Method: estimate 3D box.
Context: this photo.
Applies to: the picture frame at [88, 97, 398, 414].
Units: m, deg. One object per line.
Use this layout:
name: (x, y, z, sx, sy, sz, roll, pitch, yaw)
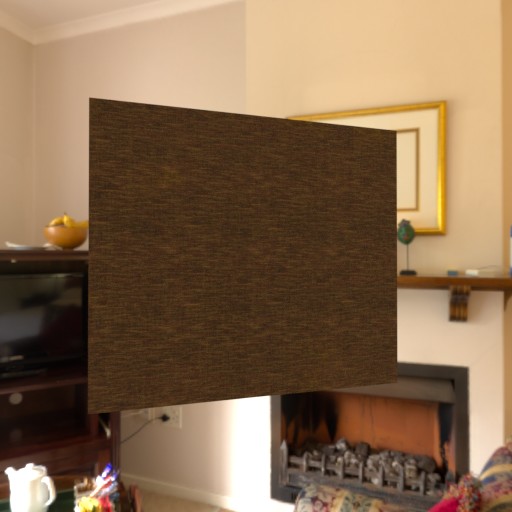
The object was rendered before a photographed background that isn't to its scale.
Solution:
picture frame: (0.000, 0.000, 0.537, 0.378, 0.330, 0.033, 0, -1, -18)
